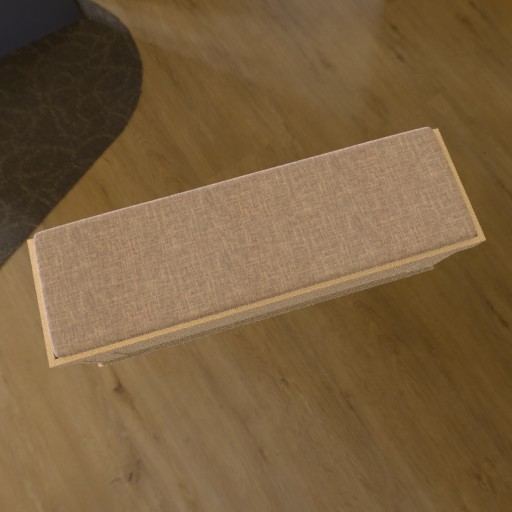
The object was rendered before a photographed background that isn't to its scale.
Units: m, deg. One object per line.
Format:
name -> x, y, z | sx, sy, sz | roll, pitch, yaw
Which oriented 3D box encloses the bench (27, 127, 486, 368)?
bench -> 0.000, 0.000, 1.405 | 1.196, 0.453, 0.363 | -16, 77, -4
